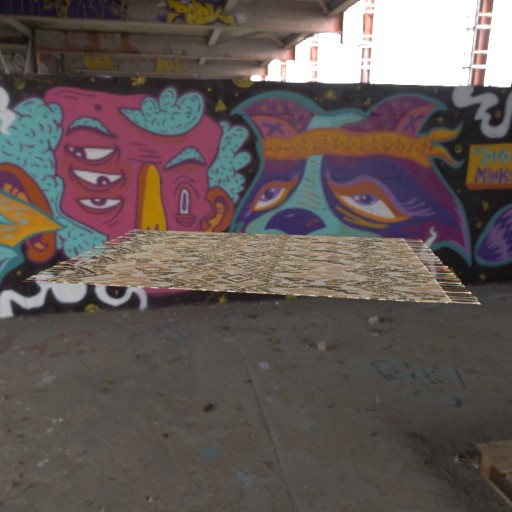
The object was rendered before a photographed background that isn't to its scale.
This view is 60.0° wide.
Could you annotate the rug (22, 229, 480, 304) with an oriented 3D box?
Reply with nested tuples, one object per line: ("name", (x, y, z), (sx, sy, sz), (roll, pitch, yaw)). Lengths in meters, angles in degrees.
("rug", (0.000, 0.000, 3.015), (2.438, 0.008, 1.524), (2, 15, 9))
